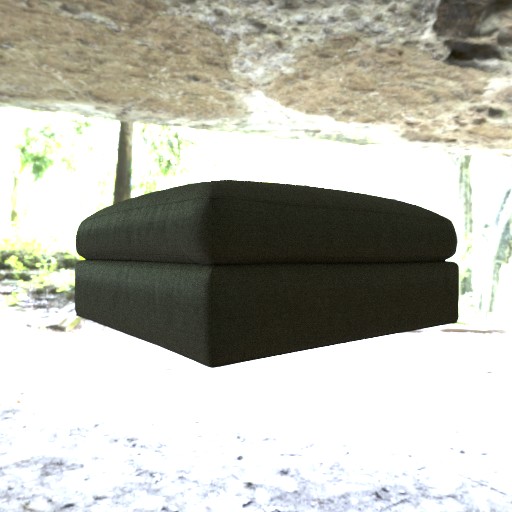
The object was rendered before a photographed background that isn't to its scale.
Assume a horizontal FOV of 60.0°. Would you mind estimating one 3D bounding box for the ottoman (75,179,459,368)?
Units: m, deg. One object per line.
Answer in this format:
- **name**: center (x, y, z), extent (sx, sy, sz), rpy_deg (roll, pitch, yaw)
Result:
- **ottoman**: center (0.000, 0.000, 1.641), extent (1.041, 0.470, 1.041), rpy_deg (0, 1, -37)
